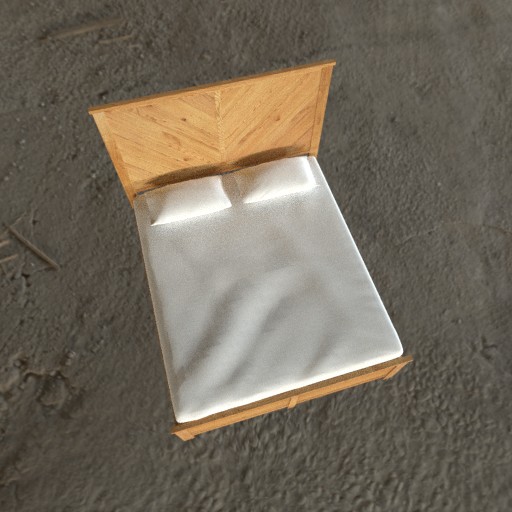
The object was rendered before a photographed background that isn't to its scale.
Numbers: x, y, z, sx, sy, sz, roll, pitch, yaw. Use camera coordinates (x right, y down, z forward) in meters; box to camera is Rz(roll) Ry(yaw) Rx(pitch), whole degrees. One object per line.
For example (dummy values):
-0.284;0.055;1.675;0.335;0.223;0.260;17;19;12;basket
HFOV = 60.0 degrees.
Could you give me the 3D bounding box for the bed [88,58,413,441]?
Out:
0.000;0.000;3.628;1.936;1.686;2.201;-14;62;-8;bed
